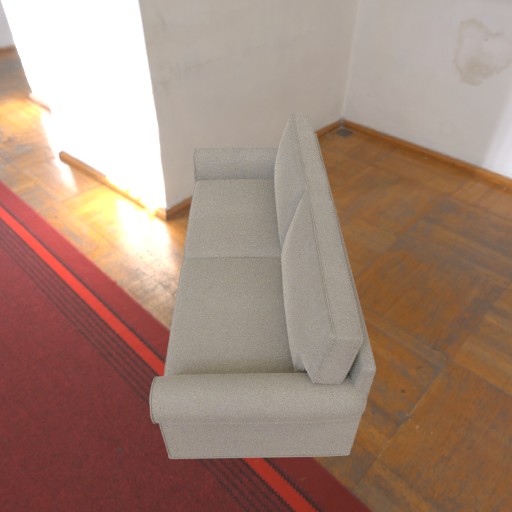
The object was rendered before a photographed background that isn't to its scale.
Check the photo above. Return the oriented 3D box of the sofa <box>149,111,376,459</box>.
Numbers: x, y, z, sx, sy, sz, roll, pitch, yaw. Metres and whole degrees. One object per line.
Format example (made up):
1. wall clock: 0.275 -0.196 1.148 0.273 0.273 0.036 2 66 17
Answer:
1. sofa: 0.000 0.000 2.624 0.901 0.962 2.146 -1 42 -1
